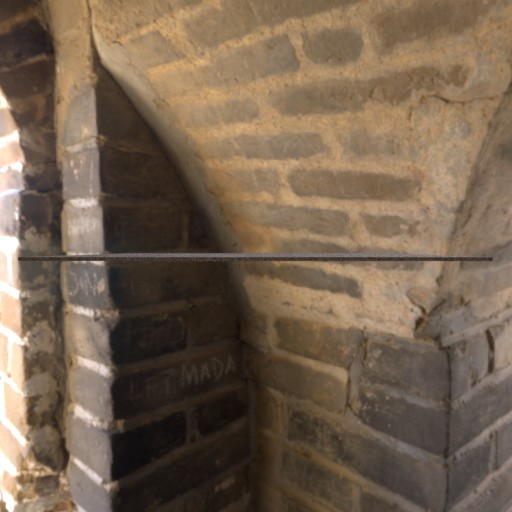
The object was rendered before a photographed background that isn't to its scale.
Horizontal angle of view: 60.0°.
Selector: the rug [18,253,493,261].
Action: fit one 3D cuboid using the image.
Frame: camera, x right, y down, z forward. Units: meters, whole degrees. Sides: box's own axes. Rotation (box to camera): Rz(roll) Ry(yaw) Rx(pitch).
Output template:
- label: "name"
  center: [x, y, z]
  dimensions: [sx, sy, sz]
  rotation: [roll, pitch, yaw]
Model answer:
- label: "rug"
  center: [0.000, 0.000, 3.995]
  dimensions: [3.000, 0.026, 2.400]
  rotation: [0, 1, 0]
